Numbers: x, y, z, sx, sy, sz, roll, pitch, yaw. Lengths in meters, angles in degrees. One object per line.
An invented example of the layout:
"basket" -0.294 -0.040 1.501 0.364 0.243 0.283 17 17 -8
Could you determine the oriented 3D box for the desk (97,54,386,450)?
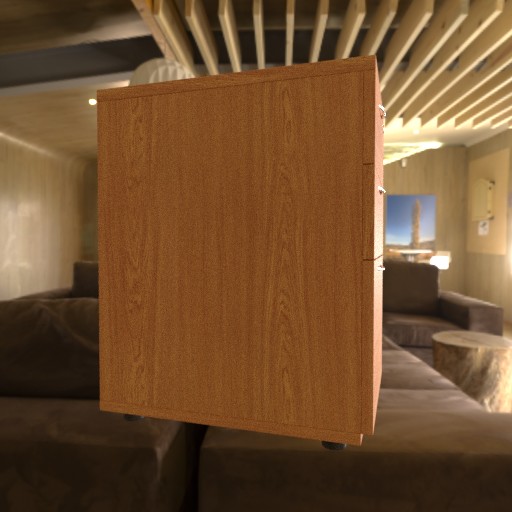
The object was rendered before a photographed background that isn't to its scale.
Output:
"desk" 0.000 0.000 1.076 0.600 0.730 0.404 1 2 18
